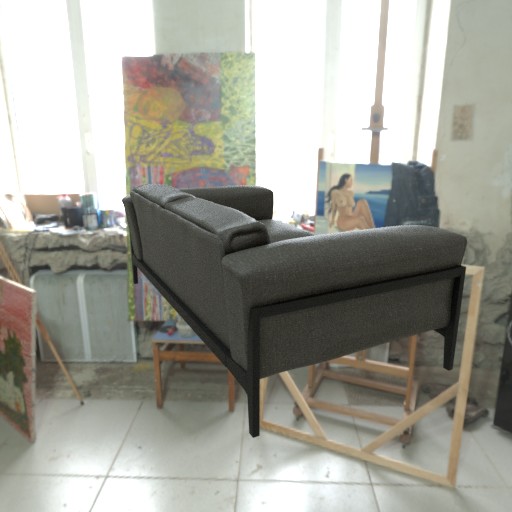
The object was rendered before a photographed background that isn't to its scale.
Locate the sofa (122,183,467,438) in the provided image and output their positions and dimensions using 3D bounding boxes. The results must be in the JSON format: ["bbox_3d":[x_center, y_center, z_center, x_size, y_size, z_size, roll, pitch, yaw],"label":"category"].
[{"bbox_3d":[0.000,0.000,2.205,0.960,0.656,1.690,-8,17,-26],"label":"sofa"}]
